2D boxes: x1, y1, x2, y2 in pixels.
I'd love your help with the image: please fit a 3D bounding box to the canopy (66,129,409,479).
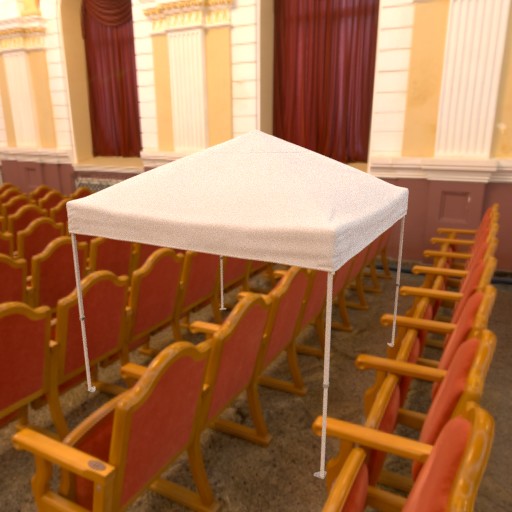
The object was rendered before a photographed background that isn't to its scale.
[{"bbox_3d":[0.000,0.000,5.463,2.996,2.997,2.998,8,17,27],"label":"canopy"}]
